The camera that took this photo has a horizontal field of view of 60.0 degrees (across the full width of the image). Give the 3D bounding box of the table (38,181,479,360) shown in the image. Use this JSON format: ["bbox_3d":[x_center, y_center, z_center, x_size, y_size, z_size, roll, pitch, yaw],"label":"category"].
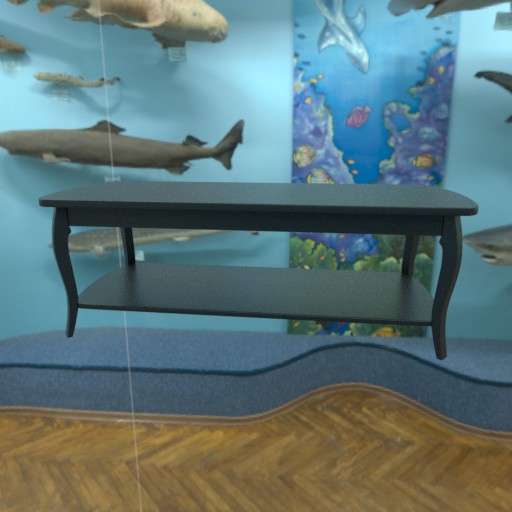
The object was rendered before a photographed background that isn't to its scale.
[{"bbox_3d":[0.000,0.000,1.566,1.333,0.457,0.571,2,15,7],"label":"table"}]
